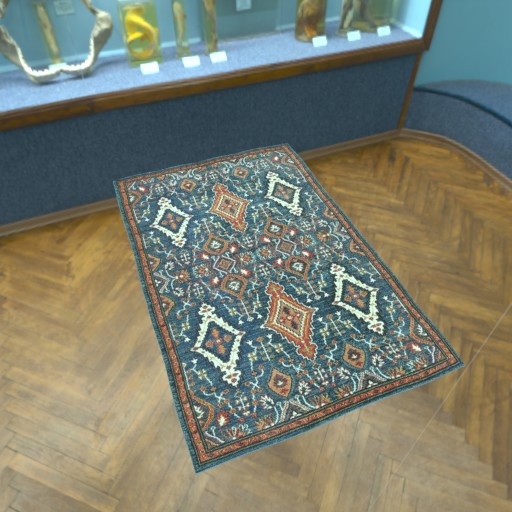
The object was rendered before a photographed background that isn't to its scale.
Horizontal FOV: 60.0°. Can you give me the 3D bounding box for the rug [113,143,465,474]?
[{"bbox_3d":[0.000,0.000,2.311,1.195,0.014,1.847,-16,49,-15],"label":"rug"}]
